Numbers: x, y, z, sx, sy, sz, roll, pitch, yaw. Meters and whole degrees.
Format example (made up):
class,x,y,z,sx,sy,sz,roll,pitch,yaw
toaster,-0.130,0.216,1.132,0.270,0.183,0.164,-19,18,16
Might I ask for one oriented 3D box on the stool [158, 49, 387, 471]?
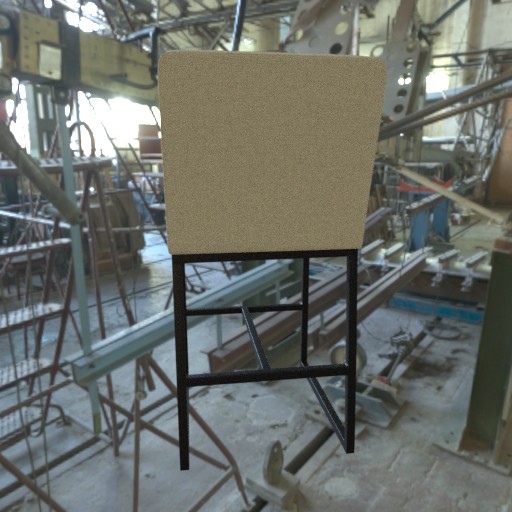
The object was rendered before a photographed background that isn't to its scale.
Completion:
class,x,y,z,sx,sy,sz,roll,pitch,yaw
stool,0.000,0.000,1.214,0.460,0.940,0.560,-2,13,-8
